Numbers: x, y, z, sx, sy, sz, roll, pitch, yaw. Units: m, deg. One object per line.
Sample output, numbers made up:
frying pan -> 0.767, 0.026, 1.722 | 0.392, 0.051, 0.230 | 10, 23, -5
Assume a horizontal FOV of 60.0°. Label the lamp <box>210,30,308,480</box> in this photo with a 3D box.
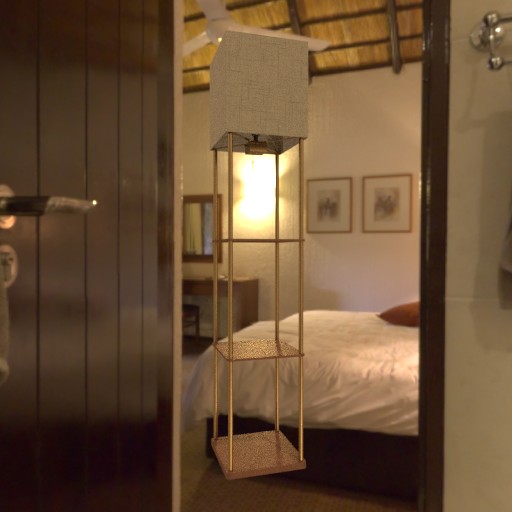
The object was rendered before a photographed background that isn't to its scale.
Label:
lamp -> 0.000, 0.000, 1.735 | 0.308, 1.569, 0.310 | 0, 1, -16
